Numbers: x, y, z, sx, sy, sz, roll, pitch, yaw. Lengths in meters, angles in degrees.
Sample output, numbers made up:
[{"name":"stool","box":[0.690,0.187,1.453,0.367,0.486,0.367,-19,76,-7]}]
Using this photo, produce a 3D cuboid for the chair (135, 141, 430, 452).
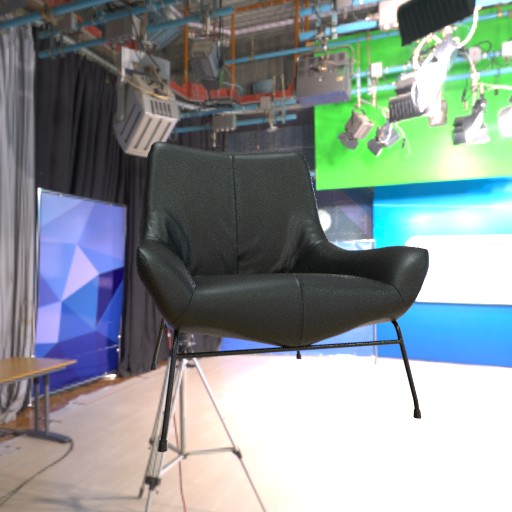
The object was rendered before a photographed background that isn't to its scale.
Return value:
[{"name":"chair","box":[0.000,0.000,1.541,0.836,0.922,0.826,0,0,-17]}]
